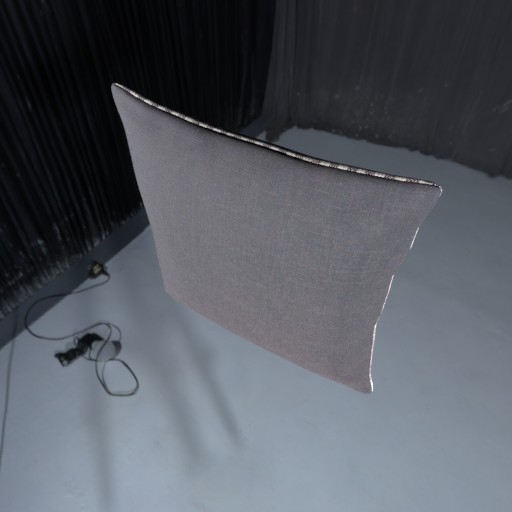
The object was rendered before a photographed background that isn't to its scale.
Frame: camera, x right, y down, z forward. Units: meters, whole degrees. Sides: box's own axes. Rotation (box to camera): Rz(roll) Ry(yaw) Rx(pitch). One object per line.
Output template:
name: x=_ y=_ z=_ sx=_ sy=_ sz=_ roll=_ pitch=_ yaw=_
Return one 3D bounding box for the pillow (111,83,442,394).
pillow: x=0.000 y=0.000 z=0.782 sx=0.523 sy=0.506 sz=0.166 roll=24 pitch=50 yaw=21
